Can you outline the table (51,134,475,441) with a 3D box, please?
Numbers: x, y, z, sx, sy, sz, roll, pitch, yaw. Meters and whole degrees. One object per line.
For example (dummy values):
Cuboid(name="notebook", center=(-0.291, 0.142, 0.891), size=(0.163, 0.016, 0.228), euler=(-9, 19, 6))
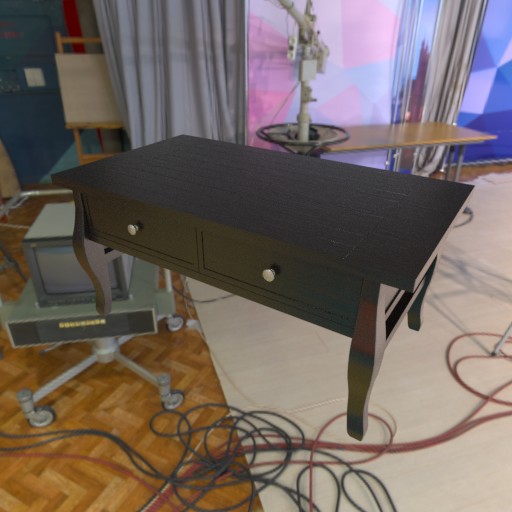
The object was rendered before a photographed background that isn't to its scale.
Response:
Cuboid(name="table", center=(0.000, 0.000, 1.380), size=(1.062, 0.494, 0.600), euler=(17, 33, 29))
